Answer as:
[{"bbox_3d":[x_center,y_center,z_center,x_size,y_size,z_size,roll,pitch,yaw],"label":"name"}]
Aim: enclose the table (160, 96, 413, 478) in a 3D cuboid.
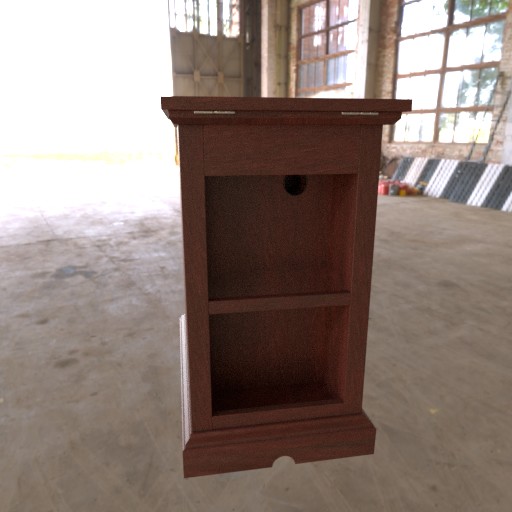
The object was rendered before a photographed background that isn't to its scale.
[{"bbox_3d":[0.000,0.000,0.966,0.356,0.612,0.584,-3,16,-10],"label":"table"}]
